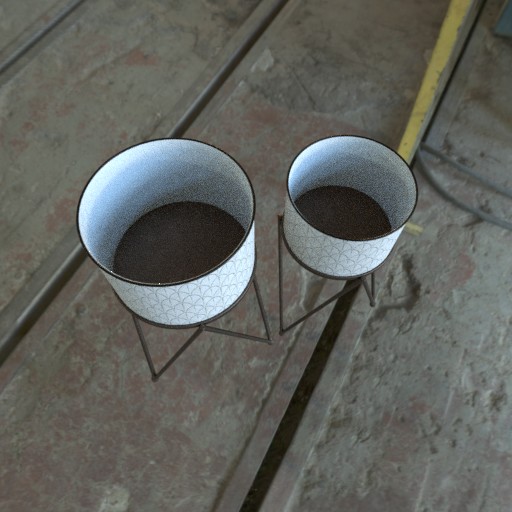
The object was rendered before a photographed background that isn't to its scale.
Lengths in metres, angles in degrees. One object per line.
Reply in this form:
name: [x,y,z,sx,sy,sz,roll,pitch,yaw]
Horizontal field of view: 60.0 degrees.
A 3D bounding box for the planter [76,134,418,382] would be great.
planter: [0.000,0.000,1.175,0.769,0.712,0.413,-16,63,-8]
